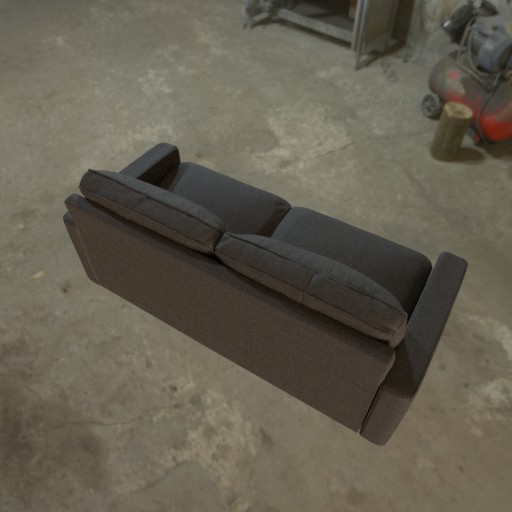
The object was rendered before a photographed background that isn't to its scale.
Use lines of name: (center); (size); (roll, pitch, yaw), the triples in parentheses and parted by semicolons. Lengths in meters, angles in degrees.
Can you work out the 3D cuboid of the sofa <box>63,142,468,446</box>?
sofa: (0.000, 0.000, 2.508); (2.080, 0.919, 0.940); (25, 53, 21)
